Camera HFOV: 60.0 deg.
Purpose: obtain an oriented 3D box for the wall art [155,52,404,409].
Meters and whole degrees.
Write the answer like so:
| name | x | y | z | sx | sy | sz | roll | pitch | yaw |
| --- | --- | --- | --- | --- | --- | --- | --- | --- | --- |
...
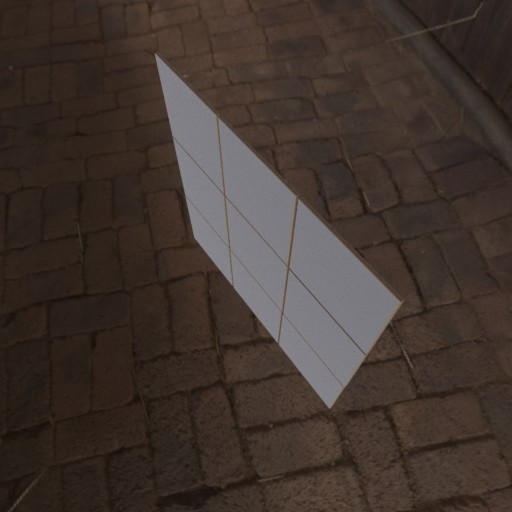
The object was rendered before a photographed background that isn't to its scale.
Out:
| name | x | y | z | sx | sy | sz | roll | pitch | yaw |
| --- | --- | --- | --- | --- | --- | --- | --- | --- | --- |
| wall art | 0.000 | 0.000 | 2.334 | 0.017 | 1.521 | 1.527 | -32 | 64 | -18 |
